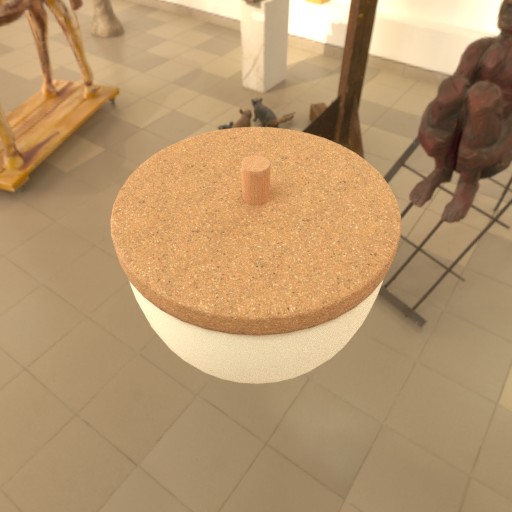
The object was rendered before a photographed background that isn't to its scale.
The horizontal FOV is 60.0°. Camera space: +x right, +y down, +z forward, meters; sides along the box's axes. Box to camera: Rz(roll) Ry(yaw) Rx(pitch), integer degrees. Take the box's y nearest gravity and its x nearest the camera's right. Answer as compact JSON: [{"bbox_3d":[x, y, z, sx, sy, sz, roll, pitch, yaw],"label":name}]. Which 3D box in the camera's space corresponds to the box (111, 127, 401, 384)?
[{"bbox_3d":[0.000,0.000,0.188,0.107,0.094,0.107,0,47,0],"label":"box"}]
